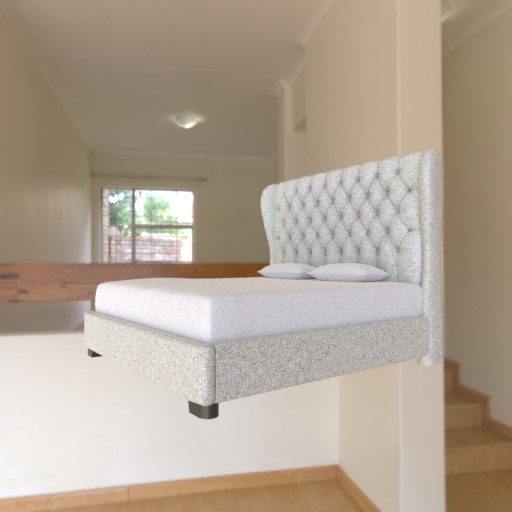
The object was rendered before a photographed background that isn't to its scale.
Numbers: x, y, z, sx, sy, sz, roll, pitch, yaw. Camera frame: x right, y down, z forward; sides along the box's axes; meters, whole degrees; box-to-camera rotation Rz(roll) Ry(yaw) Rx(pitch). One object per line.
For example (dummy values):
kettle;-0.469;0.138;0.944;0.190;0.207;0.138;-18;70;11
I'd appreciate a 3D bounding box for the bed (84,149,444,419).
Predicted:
bed;0.000;0.000;3.857;2.347;1.771;2.219;1;-1;-37
